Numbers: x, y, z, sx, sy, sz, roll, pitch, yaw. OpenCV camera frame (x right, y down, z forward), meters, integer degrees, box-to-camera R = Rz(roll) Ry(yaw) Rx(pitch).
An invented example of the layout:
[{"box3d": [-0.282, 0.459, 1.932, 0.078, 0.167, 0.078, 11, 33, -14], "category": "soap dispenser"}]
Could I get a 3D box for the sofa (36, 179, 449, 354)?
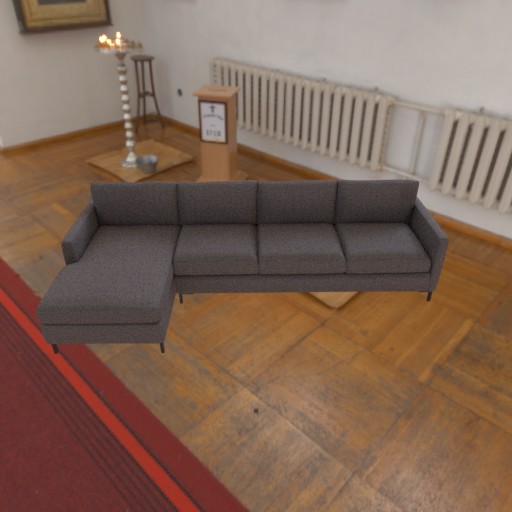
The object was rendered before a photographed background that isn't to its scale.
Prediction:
[{"box3d": [0.000, 0.000, 3.225, 2.731, 0.754, 1.258, -1, 33, -1], "category": "sofa"}]
